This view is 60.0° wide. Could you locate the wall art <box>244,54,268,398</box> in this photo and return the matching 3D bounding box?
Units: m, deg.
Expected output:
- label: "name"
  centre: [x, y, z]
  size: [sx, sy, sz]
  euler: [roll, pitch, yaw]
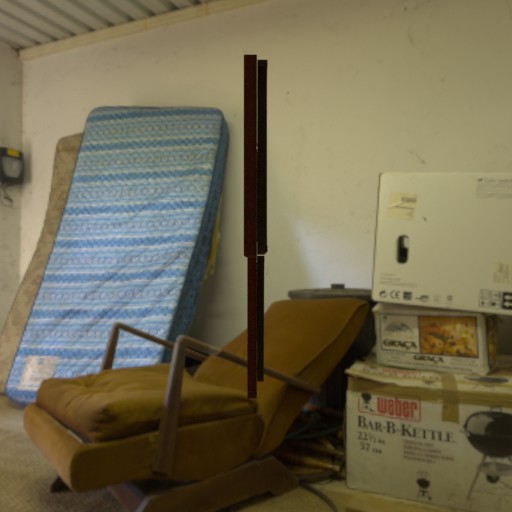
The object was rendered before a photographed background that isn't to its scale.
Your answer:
- label: "wall art"
  centre: [0.000, 0.000, 0.870]
  size: [0.030, 0.497, 0.635]
  euler: [0, -1, 0]
